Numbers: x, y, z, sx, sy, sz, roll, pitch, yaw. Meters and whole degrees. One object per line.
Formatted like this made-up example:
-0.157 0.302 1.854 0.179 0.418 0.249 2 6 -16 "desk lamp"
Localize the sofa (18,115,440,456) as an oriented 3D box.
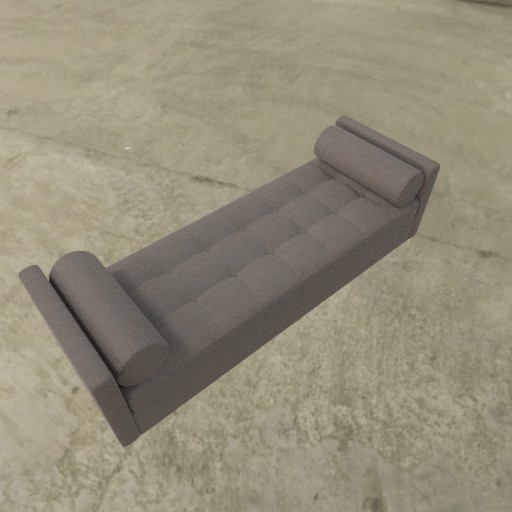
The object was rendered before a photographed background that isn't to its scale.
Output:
0.000 0.000 2.278 1.981 0.635 0.686 -31 54 -26 "sofa"
